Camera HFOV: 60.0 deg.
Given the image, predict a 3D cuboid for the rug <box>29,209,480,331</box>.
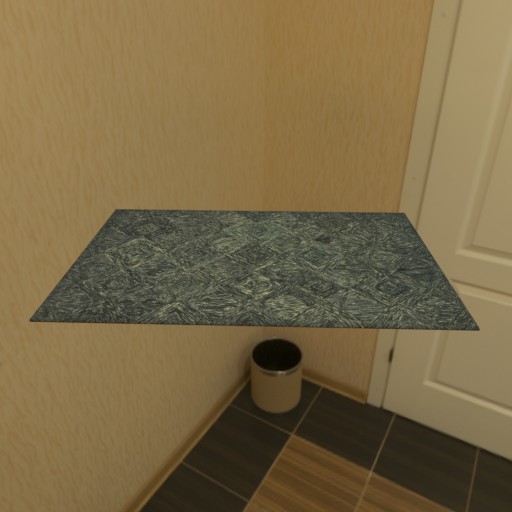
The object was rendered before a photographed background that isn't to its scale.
[{"bbox_3d":[0.000,0.000,2.932,2.330,0.017,1.478,1,29,2],"label":"rug"}]
